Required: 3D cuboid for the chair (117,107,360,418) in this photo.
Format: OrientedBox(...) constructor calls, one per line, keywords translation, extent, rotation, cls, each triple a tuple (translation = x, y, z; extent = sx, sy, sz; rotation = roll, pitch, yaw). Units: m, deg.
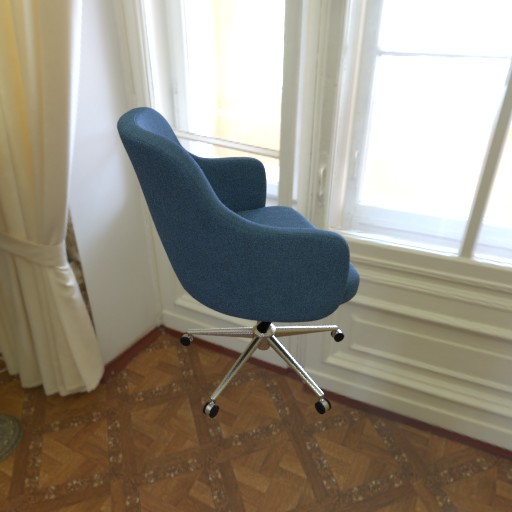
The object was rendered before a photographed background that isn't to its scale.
OrientedBox(translation=(0.000, 0.000, 1.287), extent=(0.655, 0.820, 0.599), rotation=(-10, 32, -17), cls="chair")
